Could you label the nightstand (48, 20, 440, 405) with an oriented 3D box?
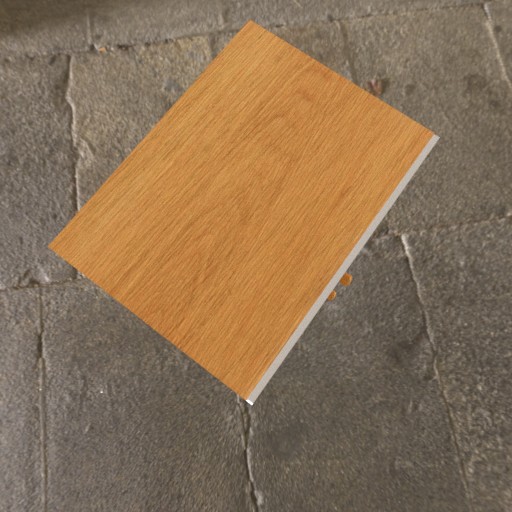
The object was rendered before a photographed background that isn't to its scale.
[{"bbox_3d":[0.000,0.000,0.831,0.316,0.601,0.400,35,78,9],"label":"nightstand"}]
